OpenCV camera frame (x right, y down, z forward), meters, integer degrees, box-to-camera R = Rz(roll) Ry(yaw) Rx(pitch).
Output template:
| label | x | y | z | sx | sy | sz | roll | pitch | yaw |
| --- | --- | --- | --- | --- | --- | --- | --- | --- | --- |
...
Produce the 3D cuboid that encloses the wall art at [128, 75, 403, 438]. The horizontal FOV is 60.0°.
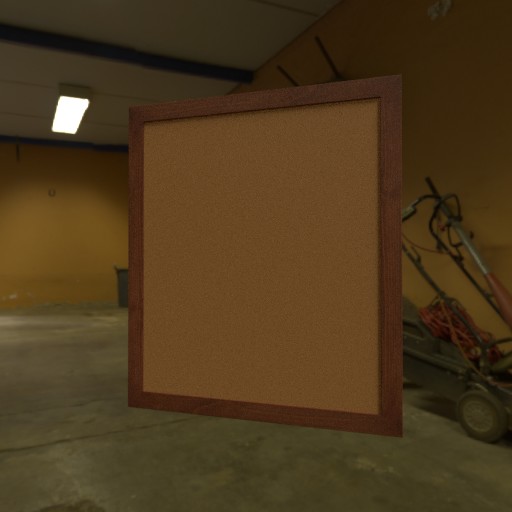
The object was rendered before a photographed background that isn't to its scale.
| label | x | y | z | sx | sy | sz | roll | pitch | yaw |
| --- | --- | --- | --- | --- | --- | --- | --- | --- | --- |
| wall art | 0.000 | 0.000 | 0.528 | 0.330 | 0.381 | 0.030 | 0 | -1 | 17 |
